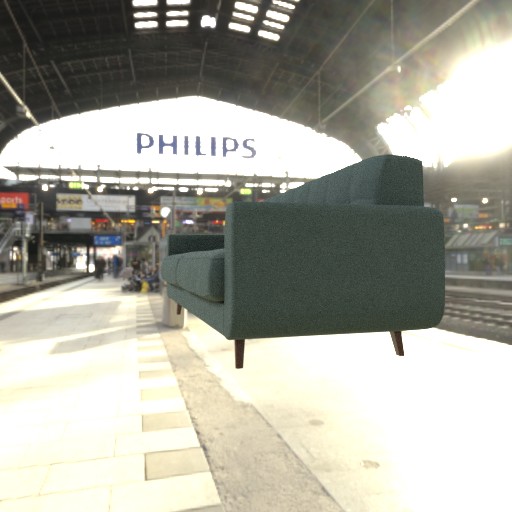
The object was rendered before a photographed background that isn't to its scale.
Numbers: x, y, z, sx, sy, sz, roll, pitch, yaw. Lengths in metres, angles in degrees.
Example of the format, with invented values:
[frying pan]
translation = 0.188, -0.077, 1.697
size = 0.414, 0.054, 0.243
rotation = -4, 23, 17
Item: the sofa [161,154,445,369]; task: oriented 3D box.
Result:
[sofa]
translation = 0.000, 0.000, 2.539
size = 0.909, 0.841, 2.029
rotation = 0, -1, -17
